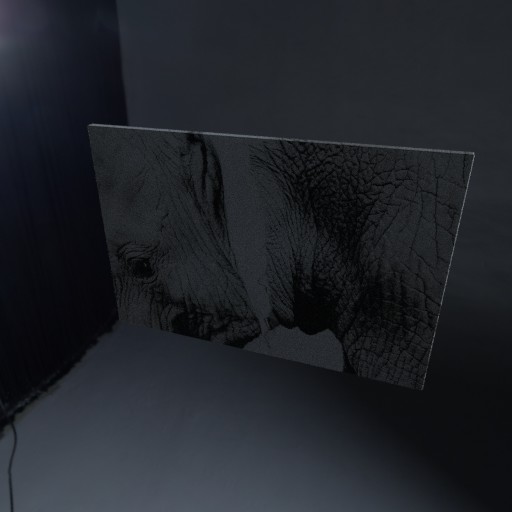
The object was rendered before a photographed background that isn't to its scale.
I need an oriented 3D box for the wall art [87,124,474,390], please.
[{"bbox_3d":[0.000,0.000,1.148,0.914,0.607,0.023,9,28,17],"label":"wall art"}]
